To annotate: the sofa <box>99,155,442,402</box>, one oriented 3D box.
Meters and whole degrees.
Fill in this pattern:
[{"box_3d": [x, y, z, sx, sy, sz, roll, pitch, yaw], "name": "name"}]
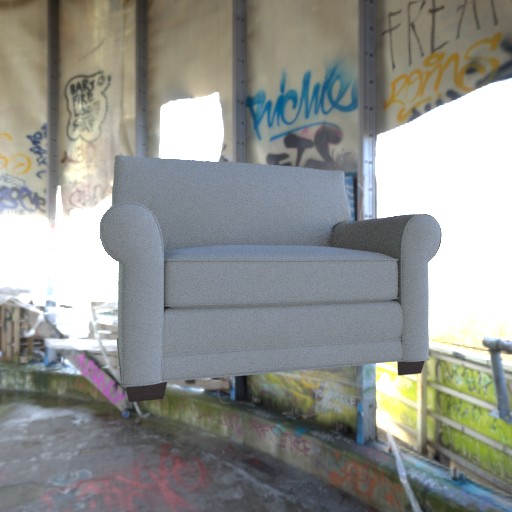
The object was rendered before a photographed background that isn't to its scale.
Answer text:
[{"box_3d": [0.000, 0.000, 2.112, 1.405, 1.006, 0.937, 0, 0, -18], "name": "sofa"}]
